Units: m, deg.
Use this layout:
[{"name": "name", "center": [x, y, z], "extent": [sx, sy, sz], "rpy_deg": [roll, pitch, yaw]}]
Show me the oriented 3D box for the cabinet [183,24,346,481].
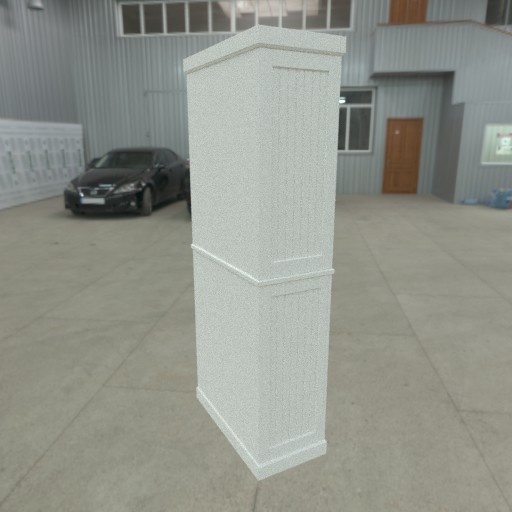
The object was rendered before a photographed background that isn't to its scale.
[{"name": "cabinet", "center": [0.000, 0.000, 2.131], "extent": [0.390, 1.829, 0.754], "rpy_deg": [-8, 16, -27]}]
